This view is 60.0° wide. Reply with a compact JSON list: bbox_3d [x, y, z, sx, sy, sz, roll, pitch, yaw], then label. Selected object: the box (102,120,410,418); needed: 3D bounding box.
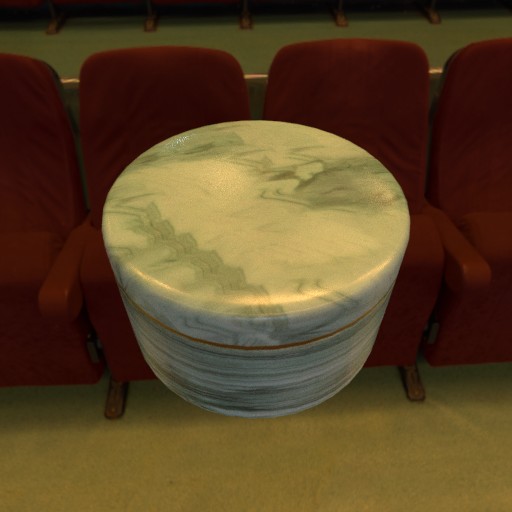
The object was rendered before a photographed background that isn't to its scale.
[{"bbox_3d":[0.000,0.000,0.168,0.101,0.063,0.101,0,46,0],"label":"box"}]
